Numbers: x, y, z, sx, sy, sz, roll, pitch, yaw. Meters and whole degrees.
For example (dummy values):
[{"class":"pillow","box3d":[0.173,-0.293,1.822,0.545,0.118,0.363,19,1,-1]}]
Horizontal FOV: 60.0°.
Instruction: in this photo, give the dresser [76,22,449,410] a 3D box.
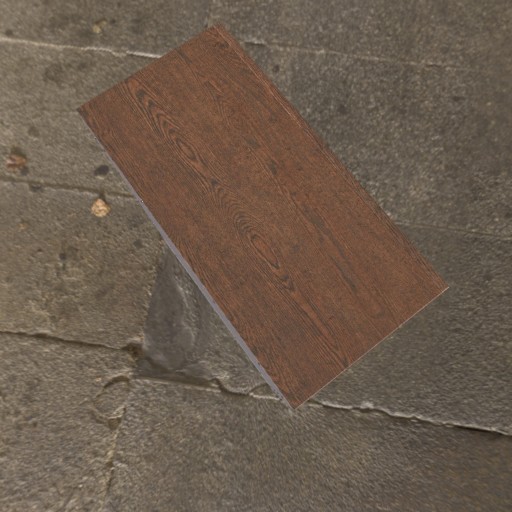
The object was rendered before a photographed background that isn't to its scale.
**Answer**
[{"class":"dresser","box3d":[0.000,0.000,1.779,0.508,1.321,0.965,-36,78,-9]}]
